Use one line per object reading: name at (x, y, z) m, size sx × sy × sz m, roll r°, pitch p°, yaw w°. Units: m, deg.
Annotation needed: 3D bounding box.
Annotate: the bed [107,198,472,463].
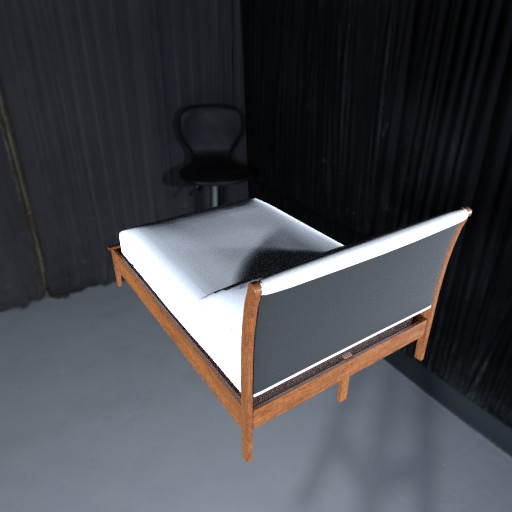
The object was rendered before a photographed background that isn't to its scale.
bed at (0.000, 0.000, 3.402) m, size 1.612 × 1.250 × 2.380 m, roll -18°, pitch 34°, yaw -29°
